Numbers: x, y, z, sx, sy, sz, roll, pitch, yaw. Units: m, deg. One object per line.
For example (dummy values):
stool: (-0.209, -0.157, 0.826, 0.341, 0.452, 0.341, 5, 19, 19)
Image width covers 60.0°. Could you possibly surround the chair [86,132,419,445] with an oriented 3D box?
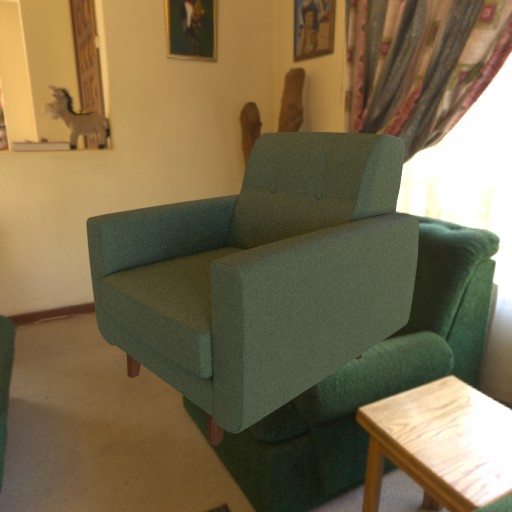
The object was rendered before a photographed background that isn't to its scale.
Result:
chair: (0.000, 0.000, 1.565, 0.909, 0.841, 0.831, -15, 22, -41)
